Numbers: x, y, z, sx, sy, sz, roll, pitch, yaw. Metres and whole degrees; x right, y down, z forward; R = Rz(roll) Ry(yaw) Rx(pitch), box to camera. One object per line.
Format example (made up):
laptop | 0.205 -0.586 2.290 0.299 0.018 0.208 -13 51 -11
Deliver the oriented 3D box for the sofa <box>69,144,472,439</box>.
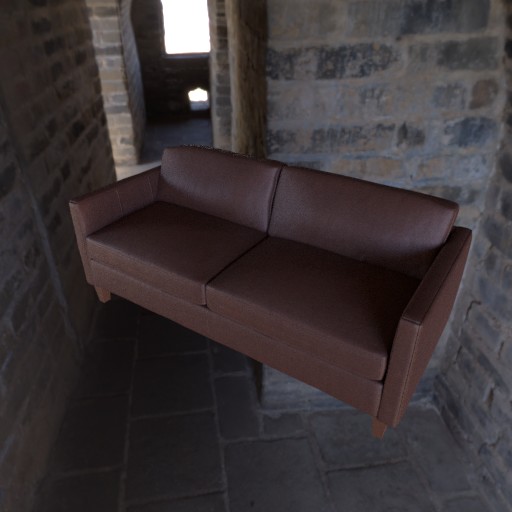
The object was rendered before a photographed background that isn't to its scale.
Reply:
sofa | 0.000 0.000 2.419 1.971 0.863 0.923 19 35 29
